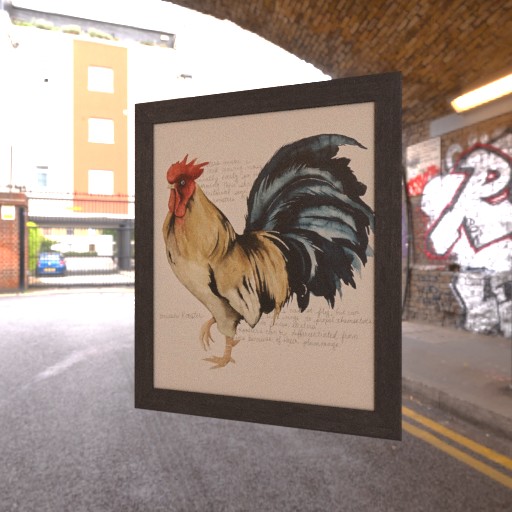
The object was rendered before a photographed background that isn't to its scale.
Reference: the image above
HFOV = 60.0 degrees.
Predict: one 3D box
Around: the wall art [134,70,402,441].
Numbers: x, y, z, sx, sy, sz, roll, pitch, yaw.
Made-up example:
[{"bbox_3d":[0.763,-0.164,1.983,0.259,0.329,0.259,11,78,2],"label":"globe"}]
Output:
[{"bbox_3d":[0.000,0.000,0.761,0.476,0.570,0.013,0,0,18],"label":"wall art"}]
